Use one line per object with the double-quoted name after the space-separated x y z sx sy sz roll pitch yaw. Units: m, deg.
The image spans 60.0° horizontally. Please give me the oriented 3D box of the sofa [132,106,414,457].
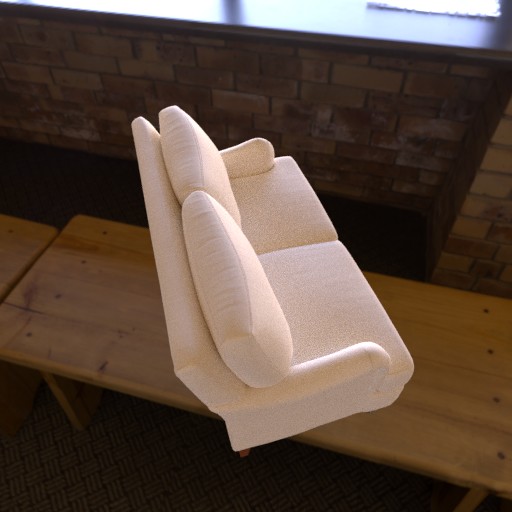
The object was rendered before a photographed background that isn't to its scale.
0.000 0.000 2.542 1.084 1.101 1.853 -12 48 -11 "sofa"
